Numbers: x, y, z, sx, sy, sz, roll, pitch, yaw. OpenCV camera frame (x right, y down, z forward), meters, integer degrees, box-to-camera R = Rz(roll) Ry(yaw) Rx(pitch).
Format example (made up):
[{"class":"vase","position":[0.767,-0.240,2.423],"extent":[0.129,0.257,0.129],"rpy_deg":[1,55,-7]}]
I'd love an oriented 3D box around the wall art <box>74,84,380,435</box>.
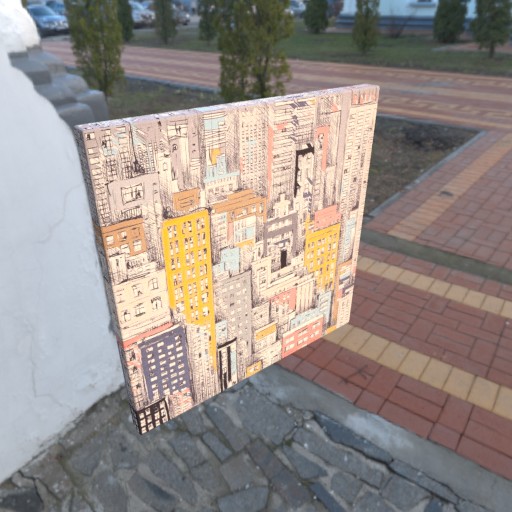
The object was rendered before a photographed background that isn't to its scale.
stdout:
[{"class":"wall art","position":[0.000,0.000,1.139],"extent":[0.761,0.762,0.048],"rpy_deg":[-21,36,-31]}]
